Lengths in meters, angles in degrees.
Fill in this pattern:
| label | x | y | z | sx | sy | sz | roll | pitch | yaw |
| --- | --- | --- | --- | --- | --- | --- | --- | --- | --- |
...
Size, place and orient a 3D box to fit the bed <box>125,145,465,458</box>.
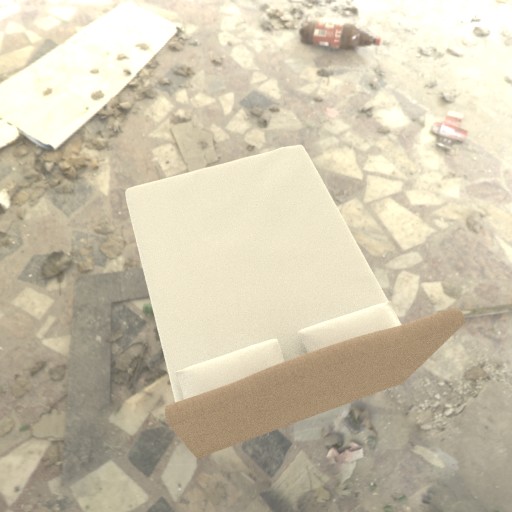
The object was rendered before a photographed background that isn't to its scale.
| label | x | y | z | sx | sy | sz | roll | pitch | yaw |
| --- | --- | --- | --- | --- | --- | --- | --- | --- | --- |
| bed | 0.000 | 0.000 | 3.409 | 1.821 | 1.436 | 2.282 | -16 | 60 | -10 |
